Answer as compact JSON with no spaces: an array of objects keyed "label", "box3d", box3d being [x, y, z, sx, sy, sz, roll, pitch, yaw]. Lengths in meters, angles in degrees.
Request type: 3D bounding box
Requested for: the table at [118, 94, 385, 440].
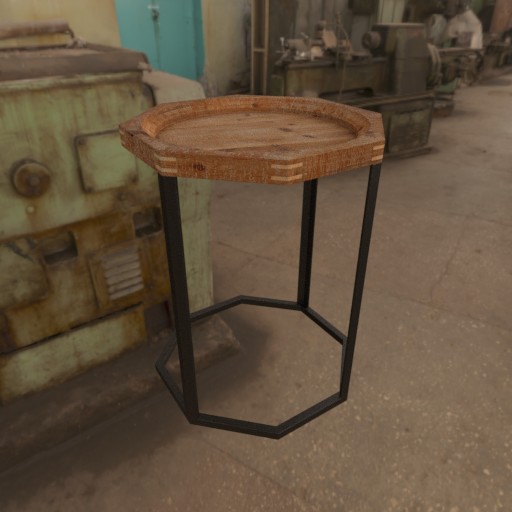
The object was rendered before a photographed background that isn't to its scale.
[{"label":"table","box3d":[0.000,0.000,0.897,0.458,0.543,0.458,19,35,29]}]
